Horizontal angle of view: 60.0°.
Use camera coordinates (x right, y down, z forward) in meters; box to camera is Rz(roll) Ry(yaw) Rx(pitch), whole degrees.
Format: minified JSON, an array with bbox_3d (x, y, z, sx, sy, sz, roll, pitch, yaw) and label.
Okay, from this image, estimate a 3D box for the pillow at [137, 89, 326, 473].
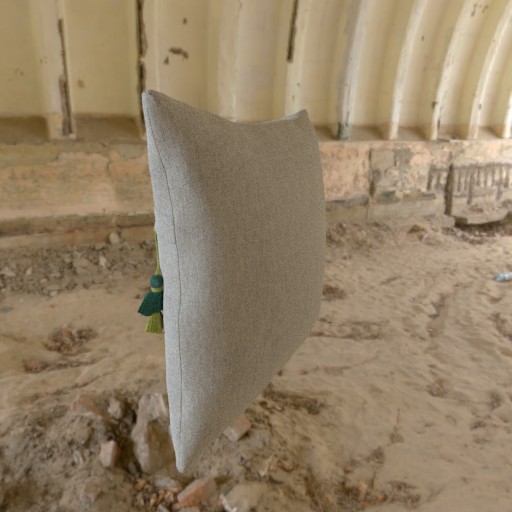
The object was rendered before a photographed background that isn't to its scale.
[{"bbox_3d":[0.000,0.000,0.664,0.173,0.436,0.433,8,17,26],"label":"pillow"}]
